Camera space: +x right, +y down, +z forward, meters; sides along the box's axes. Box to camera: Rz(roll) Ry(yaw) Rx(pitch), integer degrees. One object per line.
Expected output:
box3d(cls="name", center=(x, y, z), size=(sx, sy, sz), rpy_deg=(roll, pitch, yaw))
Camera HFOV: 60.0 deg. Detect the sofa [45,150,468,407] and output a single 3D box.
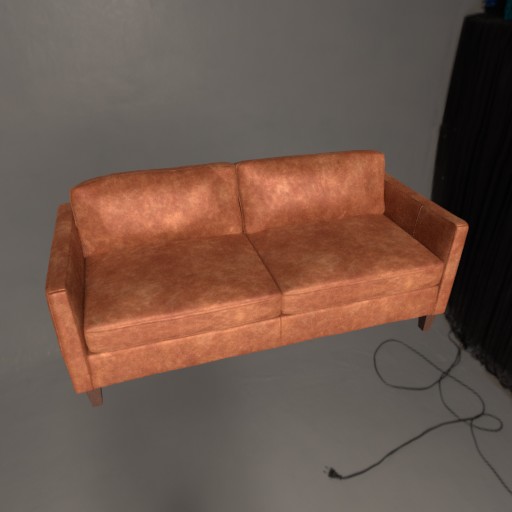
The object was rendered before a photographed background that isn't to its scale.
box3d(cls="sofa", center=(0.000, 0.000, 2.401), size=(1.971, 0.863, 0.923), rpy_deg=(-9, 32, -15))
